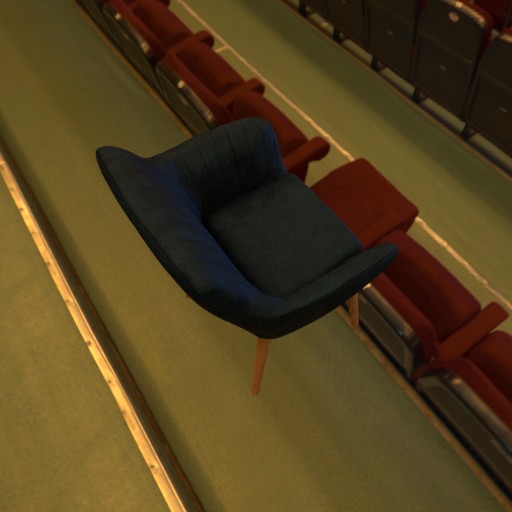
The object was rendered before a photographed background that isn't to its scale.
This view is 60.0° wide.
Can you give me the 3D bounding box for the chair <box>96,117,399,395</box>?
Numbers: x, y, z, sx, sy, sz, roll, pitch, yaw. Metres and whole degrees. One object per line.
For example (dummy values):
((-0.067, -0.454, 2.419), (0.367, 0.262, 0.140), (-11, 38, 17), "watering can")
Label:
((0.000, 0.000, 1.244), (0.573, 0.826, 0.578), (-31, 63, -18), "chair")
